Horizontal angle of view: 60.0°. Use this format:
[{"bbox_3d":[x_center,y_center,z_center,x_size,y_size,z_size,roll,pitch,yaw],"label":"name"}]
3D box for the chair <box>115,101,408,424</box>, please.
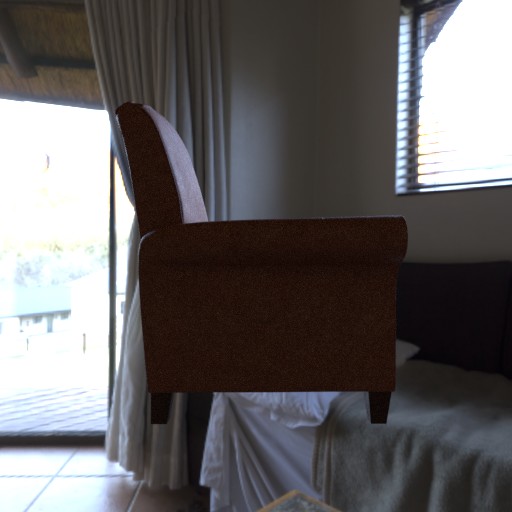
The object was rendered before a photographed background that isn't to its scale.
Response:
[{"bbox_3d":[0.000,0.000,1.750,0.902,1.061,0.978,0,0,0],"label":"chair"}]
